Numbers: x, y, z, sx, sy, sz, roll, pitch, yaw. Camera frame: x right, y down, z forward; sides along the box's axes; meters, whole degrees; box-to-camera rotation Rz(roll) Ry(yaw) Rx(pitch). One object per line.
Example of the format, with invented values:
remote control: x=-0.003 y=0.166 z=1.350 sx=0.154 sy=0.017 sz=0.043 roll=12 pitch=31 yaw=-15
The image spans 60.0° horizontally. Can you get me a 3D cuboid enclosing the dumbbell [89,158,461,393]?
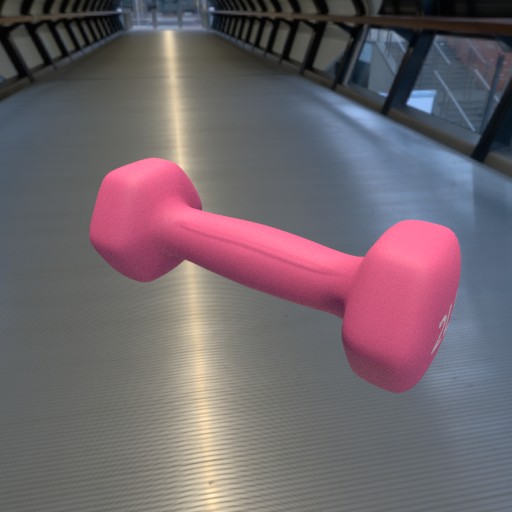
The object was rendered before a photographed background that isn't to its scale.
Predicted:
dumbbell: x=0.000 y=0.000 z=0.175 sx=0.146 sy=0.053 sz=0.058 roll=19 pitch=35 yaw=29
